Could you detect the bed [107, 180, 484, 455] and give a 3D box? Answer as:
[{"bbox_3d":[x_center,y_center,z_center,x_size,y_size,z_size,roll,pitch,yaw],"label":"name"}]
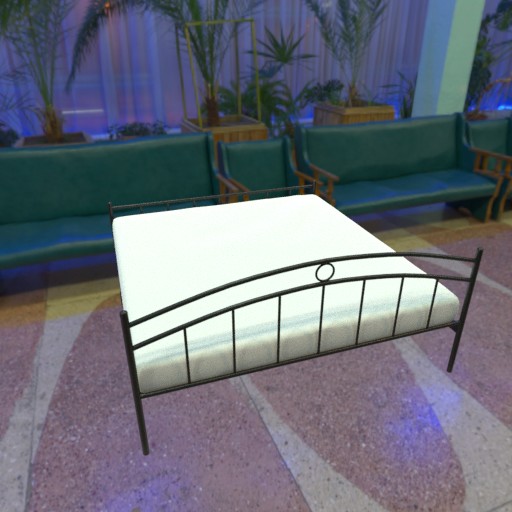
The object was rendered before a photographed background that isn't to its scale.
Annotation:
[{"bbox_3d":[0.000,0.000,3.116,1.880,0.940,2.040,-9,28,-17],"label":"bed"}]
